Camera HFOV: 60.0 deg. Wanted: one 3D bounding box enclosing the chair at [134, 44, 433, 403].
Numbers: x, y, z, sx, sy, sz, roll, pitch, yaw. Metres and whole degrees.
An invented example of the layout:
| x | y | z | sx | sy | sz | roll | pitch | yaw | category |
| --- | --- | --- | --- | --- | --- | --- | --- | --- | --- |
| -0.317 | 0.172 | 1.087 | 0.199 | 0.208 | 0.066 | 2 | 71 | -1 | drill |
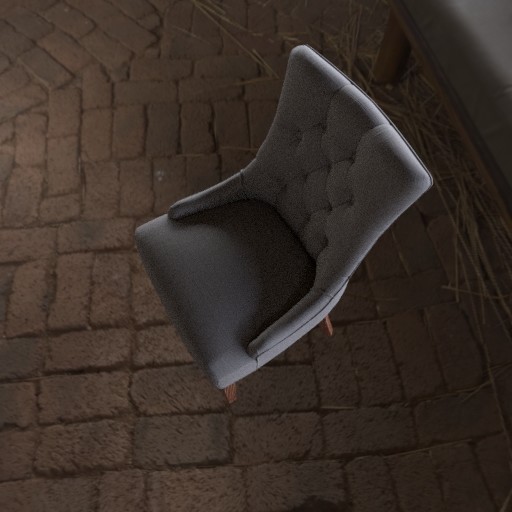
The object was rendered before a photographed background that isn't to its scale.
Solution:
| x | y | z | sx | sy | sz | roll | pitch | yaw | category |
| --- | --- | --- | --- | --- | --- | --- | --- | --- | --- |
| 0.000 | 0.000 | 1.224 | 0.565 | 0.874 | 0.509 | -28 | 67 | -13 | chair |
